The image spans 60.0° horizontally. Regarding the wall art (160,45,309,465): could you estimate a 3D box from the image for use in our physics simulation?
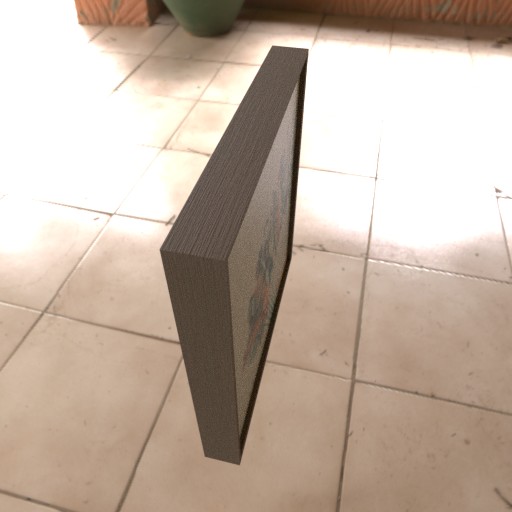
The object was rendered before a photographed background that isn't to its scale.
[{"bbox_3d":[0.000,0.000,0.454,0.038,0.303,0.304,10,46,9],"label":"wall art"}]
